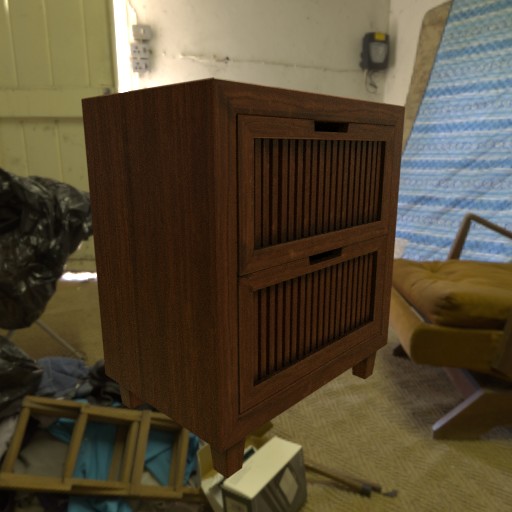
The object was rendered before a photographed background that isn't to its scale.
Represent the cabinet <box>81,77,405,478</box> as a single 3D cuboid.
[{"bbox_3d":[0.000,0.000,1.058,0.410,0.695,0.607,12,18,42],"label":"cabinet"}]
